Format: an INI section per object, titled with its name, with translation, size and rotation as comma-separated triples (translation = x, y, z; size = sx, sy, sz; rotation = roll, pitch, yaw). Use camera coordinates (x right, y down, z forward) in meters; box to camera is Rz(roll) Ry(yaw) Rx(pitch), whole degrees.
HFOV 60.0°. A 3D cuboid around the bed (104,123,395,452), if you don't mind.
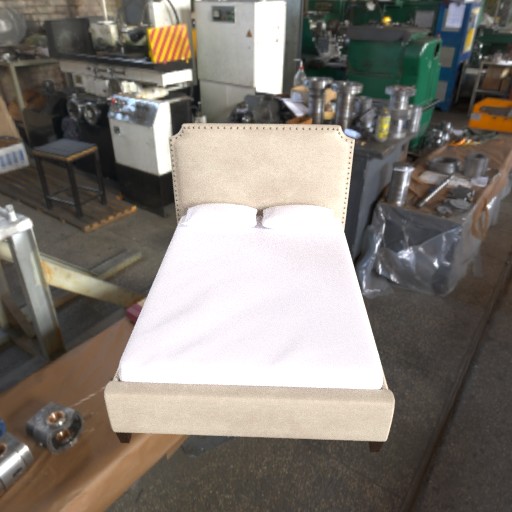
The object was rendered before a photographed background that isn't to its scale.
[bed]
translation = 0.000, 0.000, 3.410
size = 1.712, 1.443, 2.372
rotation = 1, 31, 2
